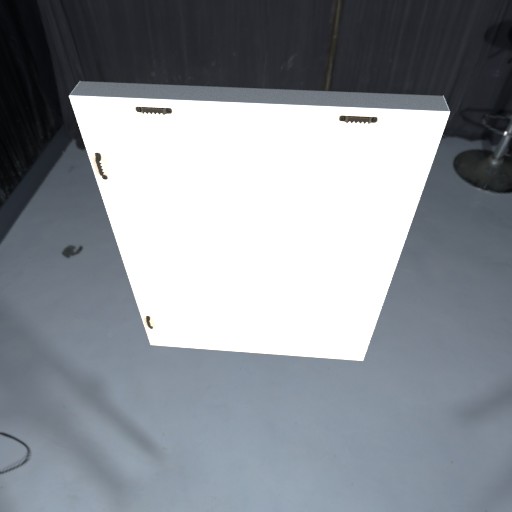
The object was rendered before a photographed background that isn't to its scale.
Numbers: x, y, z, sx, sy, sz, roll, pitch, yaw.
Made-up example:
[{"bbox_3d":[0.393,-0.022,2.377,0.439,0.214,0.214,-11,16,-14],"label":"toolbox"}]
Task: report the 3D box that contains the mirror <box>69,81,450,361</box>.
[{"bbox_3d":[0.000,0.000,0.667,0.406,0.509,0.041,4,47,3],"label":"mirror"}]
